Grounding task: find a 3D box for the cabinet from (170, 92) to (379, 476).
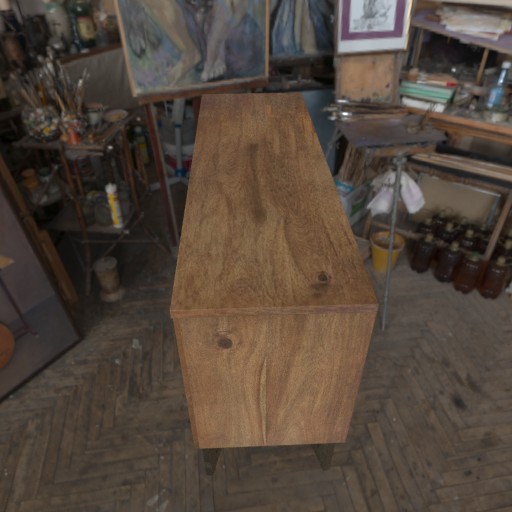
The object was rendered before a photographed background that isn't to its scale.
[{"bbox_3d":[0.000,0.000,1.749,0.480,0.812,1.373,-2,39,-2],"label":"cabinet"}]
